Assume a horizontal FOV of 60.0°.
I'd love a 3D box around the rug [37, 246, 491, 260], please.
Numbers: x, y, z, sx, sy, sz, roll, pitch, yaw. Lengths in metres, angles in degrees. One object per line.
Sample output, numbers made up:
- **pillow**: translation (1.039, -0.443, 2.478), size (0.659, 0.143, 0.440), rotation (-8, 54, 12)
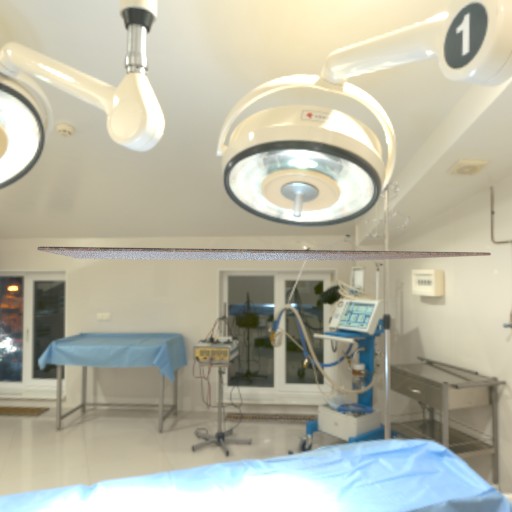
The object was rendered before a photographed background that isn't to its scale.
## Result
- **rug**: translation (0.000, 0.000, 3.014), size (2.449, 0.018, 1.539), rotation (1, -2, -16)
